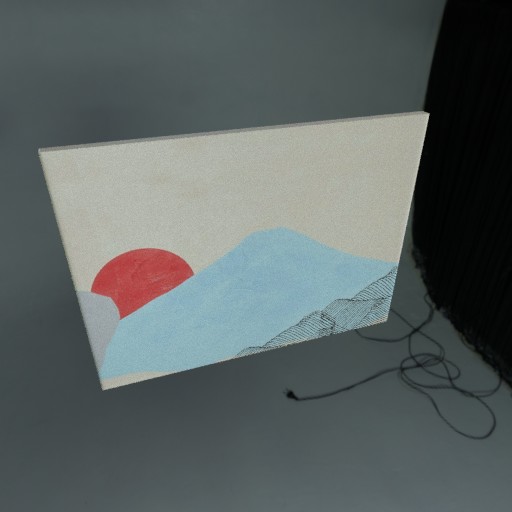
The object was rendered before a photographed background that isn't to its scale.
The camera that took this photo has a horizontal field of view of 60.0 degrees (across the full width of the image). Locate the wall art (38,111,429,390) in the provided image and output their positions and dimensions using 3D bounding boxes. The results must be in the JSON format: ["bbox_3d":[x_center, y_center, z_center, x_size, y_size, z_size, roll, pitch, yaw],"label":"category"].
[{"bbox_3d":[0.000,0.000,1.587,1.219,0.912,0.042,-10,34,-16],"label":"wall art"}]
